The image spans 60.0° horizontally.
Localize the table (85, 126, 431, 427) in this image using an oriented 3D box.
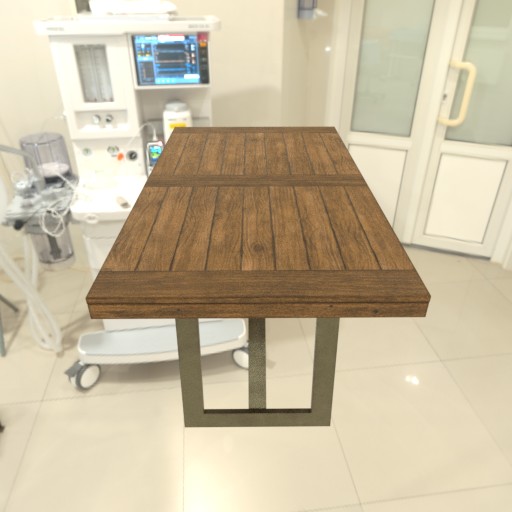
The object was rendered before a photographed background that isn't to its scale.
[{"bbox_3d":[0.000,0.000,2.090,0.931,0.757,1.641,0,32,0],"label":"table"}]
